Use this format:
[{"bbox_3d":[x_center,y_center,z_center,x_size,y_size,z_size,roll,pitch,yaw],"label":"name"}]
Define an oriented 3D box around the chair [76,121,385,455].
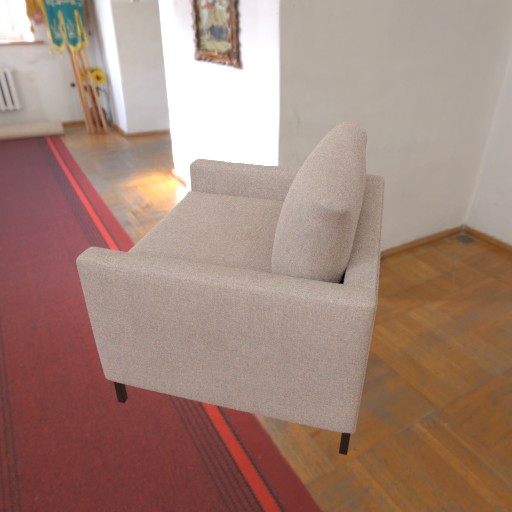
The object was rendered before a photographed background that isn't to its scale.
[{"bbox_3d":[0.000,0.000,1.657,0.866,0.861,0.963,8,32,13],"label":"chair"}]
